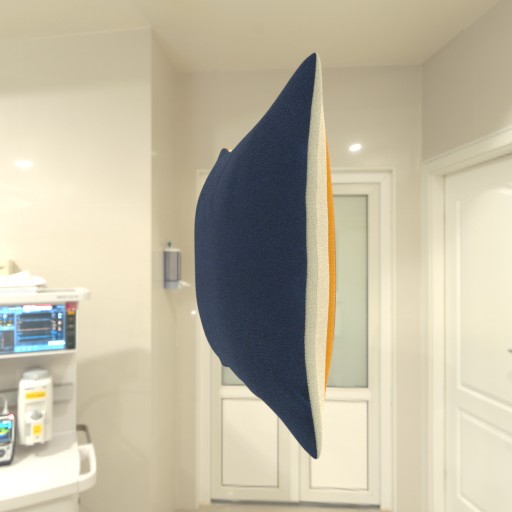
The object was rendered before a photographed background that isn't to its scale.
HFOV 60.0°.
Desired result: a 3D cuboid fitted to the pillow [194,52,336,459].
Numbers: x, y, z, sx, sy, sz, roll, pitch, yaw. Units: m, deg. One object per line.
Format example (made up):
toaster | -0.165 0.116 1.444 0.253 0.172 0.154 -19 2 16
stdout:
pillow | 0.000 0.000 0.712 0.173 0.454 0.463 0 -1 -17
